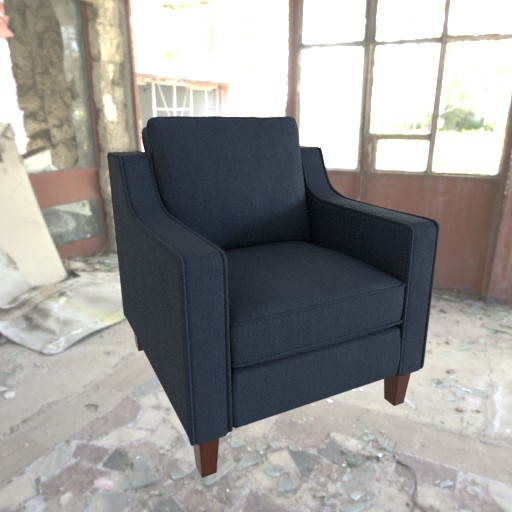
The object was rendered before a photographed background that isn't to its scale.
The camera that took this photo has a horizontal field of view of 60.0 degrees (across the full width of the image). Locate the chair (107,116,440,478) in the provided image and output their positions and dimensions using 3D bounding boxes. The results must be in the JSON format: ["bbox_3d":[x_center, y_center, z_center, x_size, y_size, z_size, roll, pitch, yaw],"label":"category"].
[{"bbox_3d":[0.000,0.000,1.597,0.831,0.960,0.909,-9,20,-26],"label":"chair"}]
